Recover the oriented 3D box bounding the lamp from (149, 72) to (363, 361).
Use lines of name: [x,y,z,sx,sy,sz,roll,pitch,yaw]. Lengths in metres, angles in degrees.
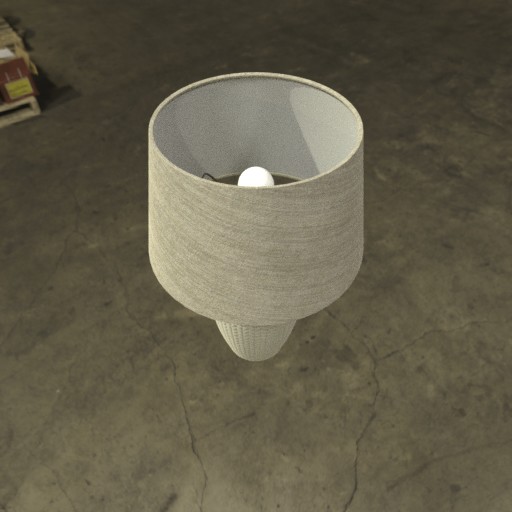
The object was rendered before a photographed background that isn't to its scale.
lamp: [0.000,0.000,0.856,0.390,0.580,0.390,0,48,0]
